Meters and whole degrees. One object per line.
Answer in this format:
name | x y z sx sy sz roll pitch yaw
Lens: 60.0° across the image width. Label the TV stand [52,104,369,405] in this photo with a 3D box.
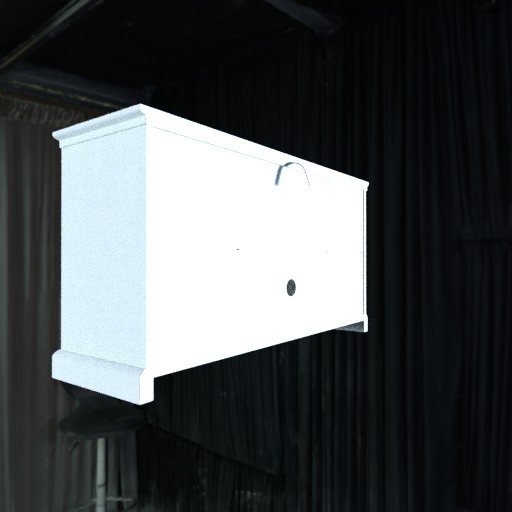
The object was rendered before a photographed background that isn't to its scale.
TV stand | 0.000 0.000 1.475 0.424 0.624 1.187 0 0 37
